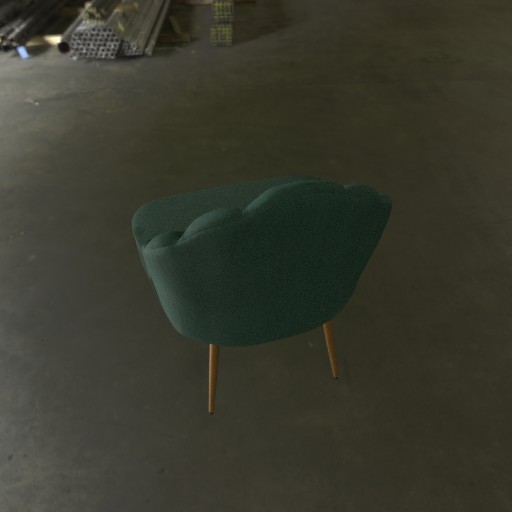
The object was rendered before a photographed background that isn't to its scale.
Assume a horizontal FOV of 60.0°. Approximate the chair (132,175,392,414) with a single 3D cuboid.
[{"bbox_3d":[0.000,0.000,1.291,0.657,0.819,0.599,-12,43,-13],"label":"chair"}]
